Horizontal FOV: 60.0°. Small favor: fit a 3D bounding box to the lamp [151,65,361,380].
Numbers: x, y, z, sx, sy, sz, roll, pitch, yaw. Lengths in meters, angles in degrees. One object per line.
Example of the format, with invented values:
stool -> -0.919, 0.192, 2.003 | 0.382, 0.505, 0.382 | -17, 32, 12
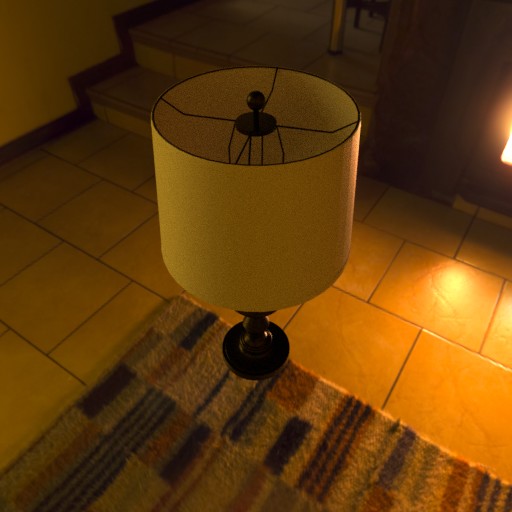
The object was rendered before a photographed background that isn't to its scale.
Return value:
lamp -> 0.000, 0.000, 0.947 | 0.383, 0.726, 0.383 | 0, 45, 0
